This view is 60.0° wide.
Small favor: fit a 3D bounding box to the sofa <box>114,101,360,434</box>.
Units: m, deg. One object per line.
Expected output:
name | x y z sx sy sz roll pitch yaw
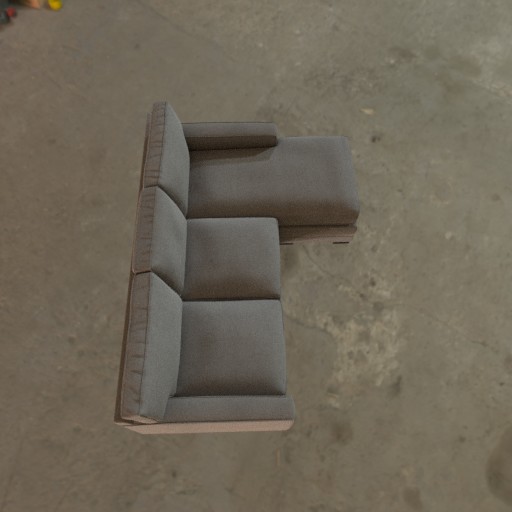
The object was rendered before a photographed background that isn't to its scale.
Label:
sofa | 0.000 0.000 2.910 1.496 0.861 2.087 -1 64 -1
